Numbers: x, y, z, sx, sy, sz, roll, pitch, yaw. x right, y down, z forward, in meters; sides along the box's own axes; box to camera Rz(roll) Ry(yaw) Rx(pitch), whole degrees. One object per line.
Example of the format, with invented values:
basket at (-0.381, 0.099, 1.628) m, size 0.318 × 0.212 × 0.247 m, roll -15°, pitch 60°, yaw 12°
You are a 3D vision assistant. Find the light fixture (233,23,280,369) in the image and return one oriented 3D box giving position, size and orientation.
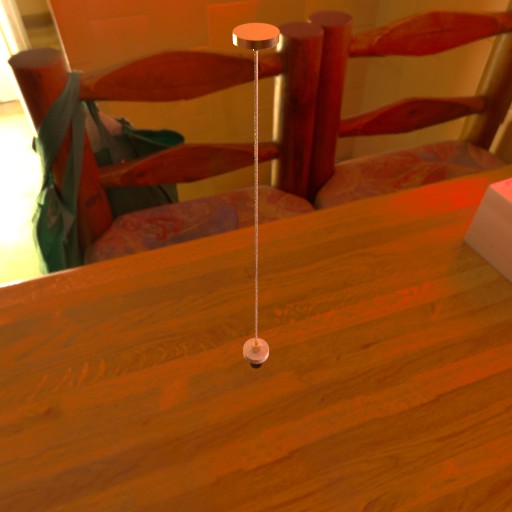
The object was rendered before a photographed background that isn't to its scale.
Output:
light fixture at (0.000, 0.000, 1.739) m, size 0.129 × 1.669 × 0.129 m, roll 31°, pitch 54°, yaw 26°
